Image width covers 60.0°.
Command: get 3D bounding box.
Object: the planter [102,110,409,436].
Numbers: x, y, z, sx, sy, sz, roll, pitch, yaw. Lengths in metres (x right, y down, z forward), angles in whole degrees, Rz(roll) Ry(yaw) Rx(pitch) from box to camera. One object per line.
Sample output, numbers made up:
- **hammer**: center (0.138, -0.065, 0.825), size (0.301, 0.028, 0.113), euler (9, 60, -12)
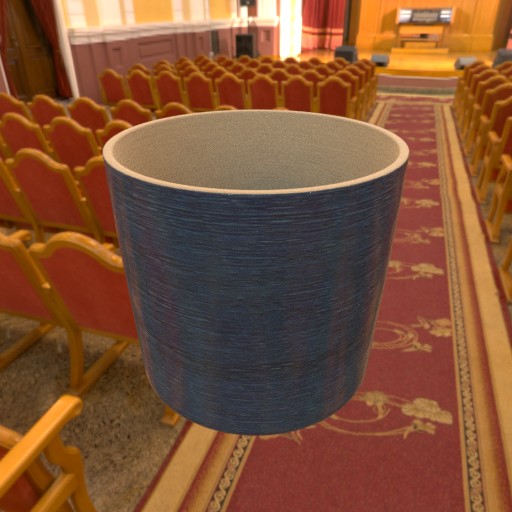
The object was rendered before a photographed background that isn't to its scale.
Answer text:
- **planter**: center (0.000, 0.000, 0.383), size (0.221, 0.201, 0.221), euler (0, 29, 0)
